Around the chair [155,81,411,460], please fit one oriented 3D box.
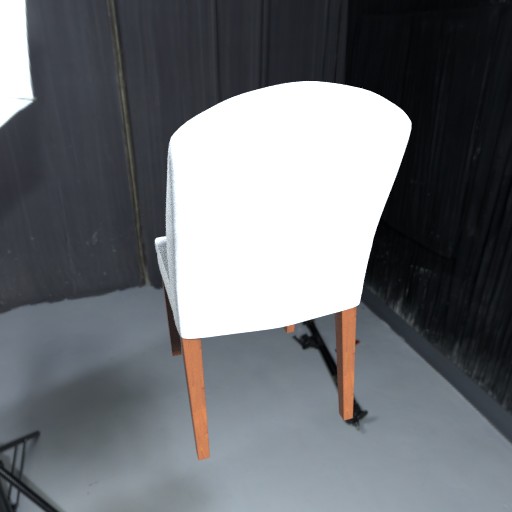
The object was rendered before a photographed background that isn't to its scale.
[{"bbox_3d":[0.000,0.000,1.160,0.472,0.893,0.540,-8,27,-17],"label":"chair"}]
